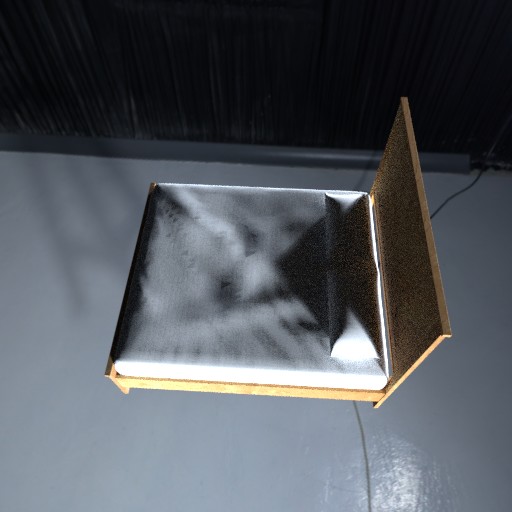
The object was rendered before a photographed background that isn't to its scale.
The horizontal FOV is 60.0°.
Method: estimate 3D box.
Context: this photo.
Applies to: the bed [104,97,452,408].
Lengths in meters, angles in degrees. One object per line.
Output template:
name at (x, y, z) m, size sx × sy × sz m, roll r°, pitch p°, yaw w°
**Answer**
bed at (0.000, 0.000, 3.624) m, size 2.201 × 1.686 × 1.936 m, roll 3°, pitch 58°, yaw 2°
